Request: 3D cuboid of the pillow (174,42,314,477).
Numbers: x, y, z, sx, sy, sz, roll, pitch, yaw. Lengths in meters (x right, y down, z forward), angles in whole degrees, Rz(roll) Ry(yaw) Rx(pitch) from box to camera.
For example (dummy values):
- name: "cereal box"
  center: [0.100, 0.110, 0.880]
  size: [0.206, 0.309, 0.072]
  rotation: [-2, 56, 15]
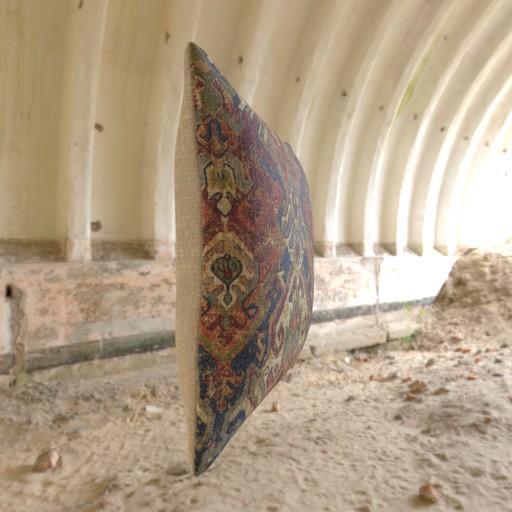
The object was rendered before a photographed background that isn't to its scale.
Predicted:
- name: "pillow"
  center: [0.000, 0.000, 0.756]
  size: [0.166, 0.506, 0.523]
  rotation: [0, 1, 17]
